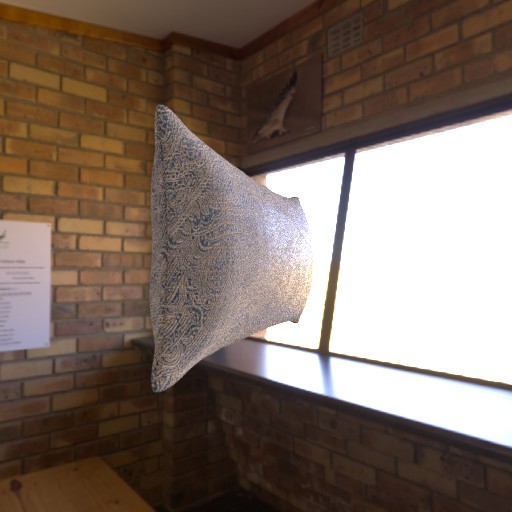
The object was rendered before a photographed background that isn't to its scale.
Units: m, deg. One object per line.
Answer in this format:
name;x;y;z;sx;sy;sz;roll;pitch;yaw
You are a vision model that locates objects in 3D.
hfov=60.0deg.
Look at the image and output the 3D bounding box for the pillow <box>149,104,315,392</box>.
pillow;0.000;0.000;0.737;0.151;0.295;0.615;-1;-2;19
